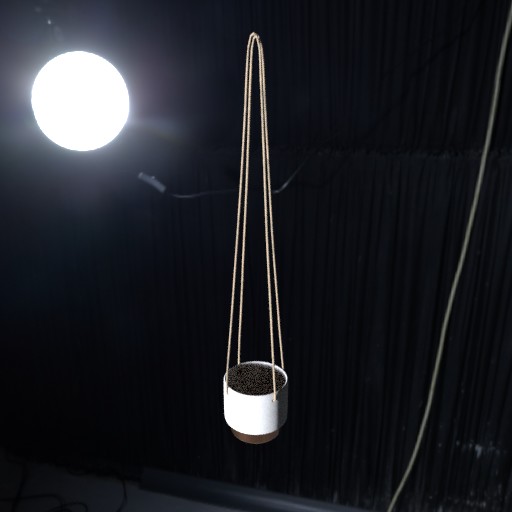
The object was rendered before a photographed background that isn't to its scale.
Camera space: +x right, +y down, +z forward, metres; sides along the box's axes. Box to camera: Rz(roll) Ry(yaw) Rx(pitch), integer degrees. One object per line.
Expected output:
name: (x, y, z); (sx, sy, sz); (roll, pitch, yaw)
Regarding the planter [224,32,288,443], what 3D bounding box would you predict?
planter: (0.000, 0.000, 0.923); (0.146, 0.841, 0.146); (4, 17, 12)
